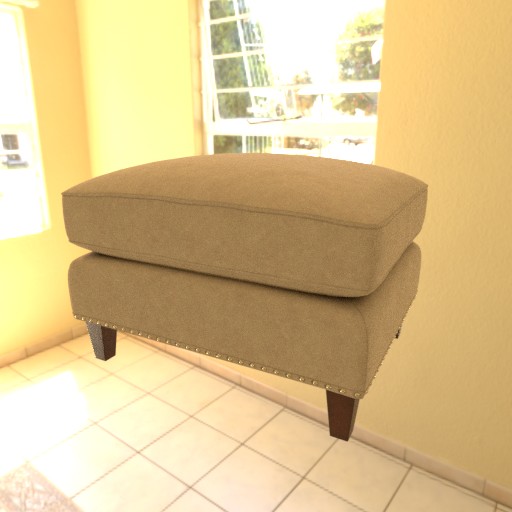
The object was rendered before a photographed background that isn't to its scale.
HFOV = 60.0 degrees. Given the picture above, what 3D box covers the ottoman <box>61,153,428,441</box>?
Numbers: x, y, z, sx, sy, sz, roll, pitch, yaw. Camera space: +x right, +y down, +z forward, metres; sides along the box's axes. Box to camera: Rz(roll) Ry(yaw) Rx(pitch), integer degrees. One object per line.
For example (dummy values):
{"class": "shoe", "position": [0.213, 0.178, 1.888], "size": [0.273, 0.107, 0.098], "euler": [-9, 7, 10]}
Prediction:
{"class": "ottoman", "position": [0.000, 0.000, 1.141], "size": [0.741, 0.513, 0.584], "euler": [9, 19, 27]}
